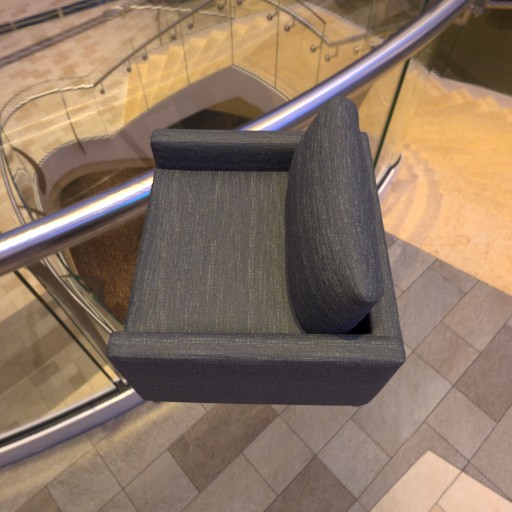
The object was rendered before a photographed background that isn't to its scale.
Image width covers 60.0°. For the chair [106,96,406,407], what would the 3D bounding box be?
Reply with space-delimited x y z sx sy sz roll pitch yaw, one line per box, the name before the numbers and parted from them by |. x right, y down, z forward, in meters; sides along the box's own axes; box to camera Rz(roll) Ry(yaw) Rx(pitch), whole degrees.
chair | 0.000 0.000 1.645 0.866 0.861 0.963 1 57 1
